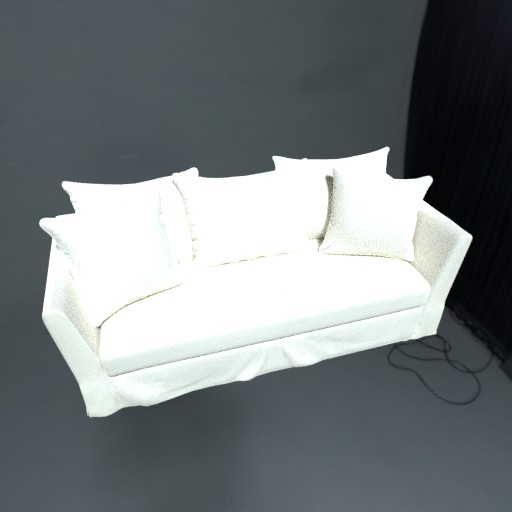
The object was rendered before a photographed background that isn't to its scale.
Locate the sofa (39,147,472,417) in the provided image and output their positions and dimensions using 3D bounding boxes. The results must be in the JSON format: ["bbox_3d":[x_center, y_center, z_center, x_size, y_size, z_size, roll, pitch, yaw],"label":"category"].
[{"bbox_3d":[0.000,0.000,2.741,2.290,1.034,1.031,-10,35,-14],"label":"sofa"}]
